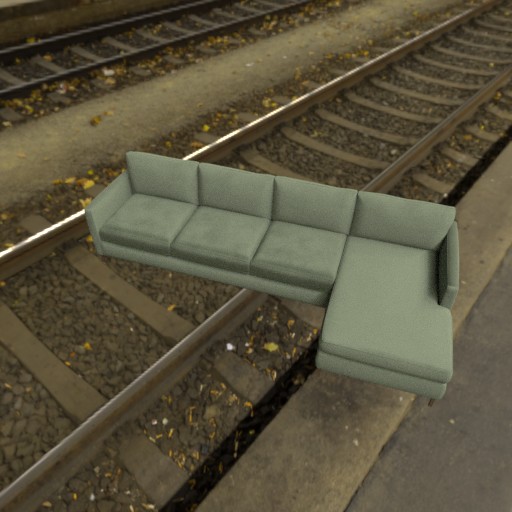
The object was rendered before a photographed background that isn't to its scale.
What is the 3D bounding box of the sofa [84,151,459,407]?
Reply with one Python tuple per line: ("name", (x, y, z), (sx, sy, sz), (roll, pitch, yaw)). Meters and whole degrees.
("sofa", (0.000, 0.000, 3.212), (2.725, 0.756, 1.255), (12, 43, 14))
